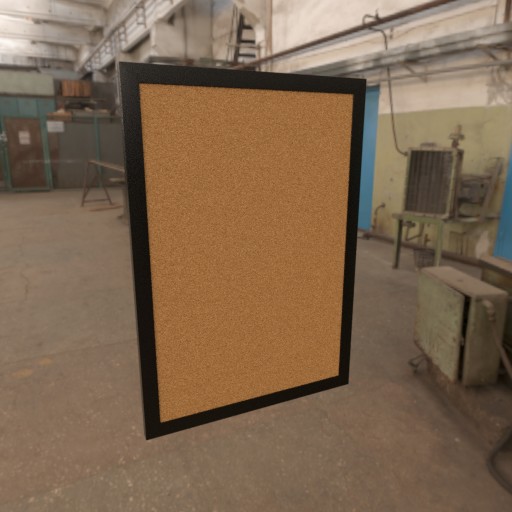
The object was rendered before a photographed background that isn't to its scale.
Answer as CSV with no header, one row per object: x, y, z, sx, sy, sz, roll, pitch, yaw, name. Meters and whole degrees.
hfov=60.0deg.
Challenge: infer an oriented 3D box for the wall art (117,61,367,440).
0.000,0.000,0.847,0.462,0.656,0.019,-7,16,-24,wall art
